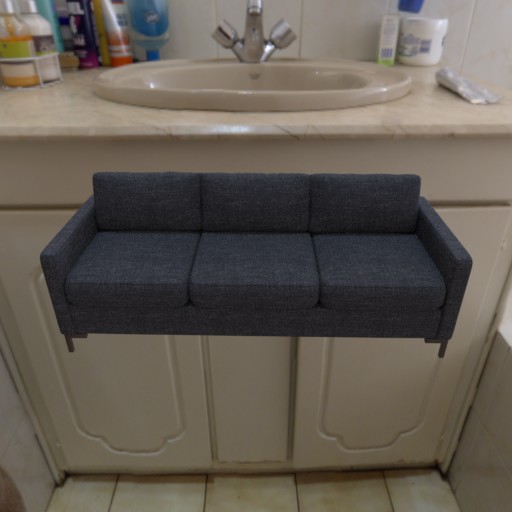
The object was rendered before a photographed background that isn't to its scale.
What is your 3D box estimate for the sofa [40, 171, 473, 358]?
[{"bbox_3d":[0.000,0.000,2.699,2.218,0.874,0.859,1,30,1],"label":"sofa"}]
